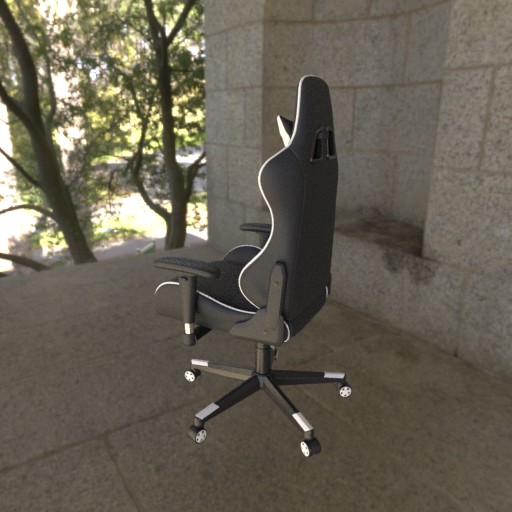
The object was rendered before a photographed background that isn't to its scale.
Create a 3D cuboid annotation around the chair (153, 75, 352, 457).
[{"bbox_3d":[0.000,0.000,1.660,0.700,1.240,0.700,9,19,26],"label":"chair"}]
